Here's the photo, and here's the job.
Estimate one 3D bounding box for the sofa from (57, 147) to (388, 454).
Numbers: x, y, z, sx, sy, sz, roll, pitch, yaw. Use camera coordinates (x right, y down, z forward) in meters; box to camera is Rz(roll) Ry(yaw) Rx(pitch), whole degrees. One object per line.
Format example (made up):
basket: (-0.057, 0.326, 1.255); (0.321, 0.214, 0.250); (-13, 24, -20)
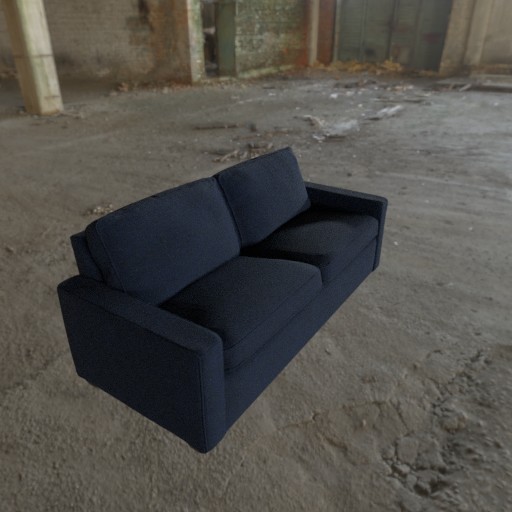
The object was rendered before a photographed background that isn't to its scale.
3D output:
sofa: (0.000, 0.000, 2.669); (0.940, 0.919, 2.080); (17, 32, 30)
